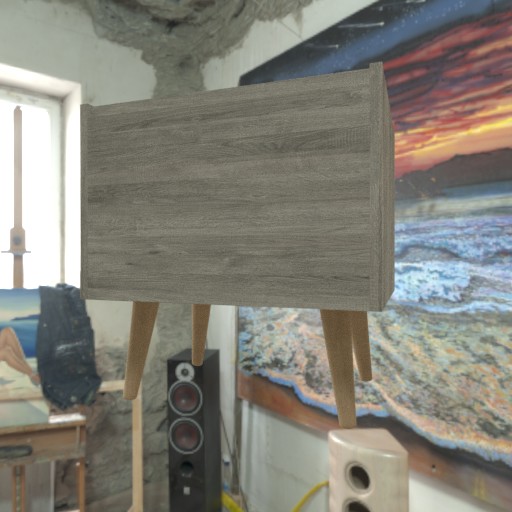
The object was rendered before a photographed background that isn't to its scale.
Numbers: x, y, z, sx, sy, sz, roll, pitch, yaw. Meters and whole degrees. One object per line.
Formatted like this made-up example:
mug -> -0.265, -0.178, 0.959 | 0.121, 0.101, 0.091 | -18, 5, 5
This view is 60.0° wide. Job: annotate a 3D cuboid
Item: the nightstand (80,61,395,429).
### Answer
nightstand -> 0.000, 0.000, 0.829 | 0.480, 0.500, 0.380 | 0, 0, 20
